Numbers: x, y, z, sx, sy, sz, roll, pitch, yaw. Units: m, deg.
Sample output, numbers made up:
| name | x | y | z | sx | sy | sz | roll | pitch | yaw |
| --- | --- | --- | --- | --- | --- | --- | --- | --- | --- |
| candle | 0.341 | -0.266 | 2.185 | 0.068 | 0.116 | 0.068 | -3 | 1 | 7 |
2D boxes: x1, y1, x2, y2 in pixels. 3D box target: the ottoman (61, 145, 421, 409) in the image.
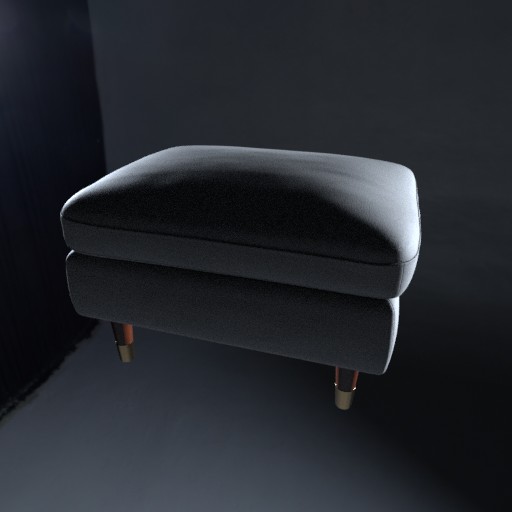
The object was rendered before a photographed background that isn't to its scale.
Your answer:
| name | x | y | z | sx | sy | sz | roll | pitch | yaw |
| --- | --- | --- | --- | --- | --- | --- | --- | --- | --- |
| ottoman | 0.000 | 0.000 | 1.131 | 0.747 | 0.478 | 0.593 | 8 | 28 | 15 |
